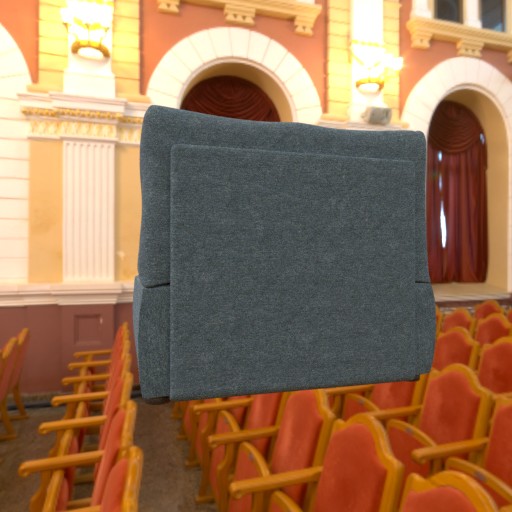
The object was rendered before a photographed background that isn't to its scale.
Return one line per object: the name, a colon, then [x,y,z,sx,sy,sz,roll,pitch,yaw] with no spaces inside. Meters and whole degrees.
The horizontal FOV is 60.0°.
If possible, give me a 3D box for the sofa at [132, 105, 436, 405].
sofa: [0.000,0.000,1.756,0.930,0.820,1.000,0,-1,-16]
